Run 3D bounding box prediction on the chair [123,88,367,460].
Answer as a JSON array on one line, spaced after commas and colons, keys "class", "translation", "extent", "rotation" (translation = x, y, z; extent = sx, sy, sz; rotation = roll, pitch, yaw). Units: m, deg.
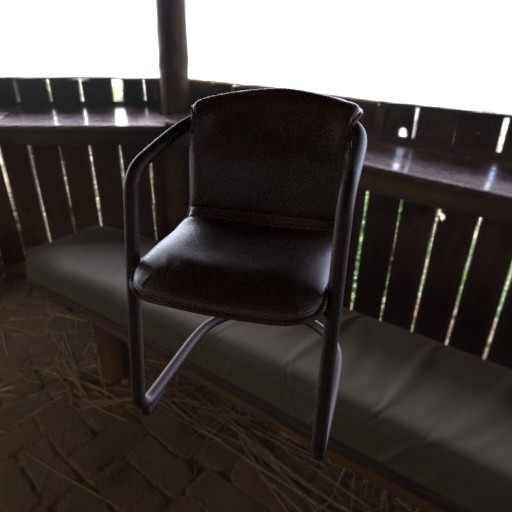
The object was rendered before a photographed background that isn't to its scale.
[{"class": "chair", "translation": [0.000, 0.000, 1.240], "extent": [0.536, 0.836, 0.664], "rotation": [8, 28, 16]}]
